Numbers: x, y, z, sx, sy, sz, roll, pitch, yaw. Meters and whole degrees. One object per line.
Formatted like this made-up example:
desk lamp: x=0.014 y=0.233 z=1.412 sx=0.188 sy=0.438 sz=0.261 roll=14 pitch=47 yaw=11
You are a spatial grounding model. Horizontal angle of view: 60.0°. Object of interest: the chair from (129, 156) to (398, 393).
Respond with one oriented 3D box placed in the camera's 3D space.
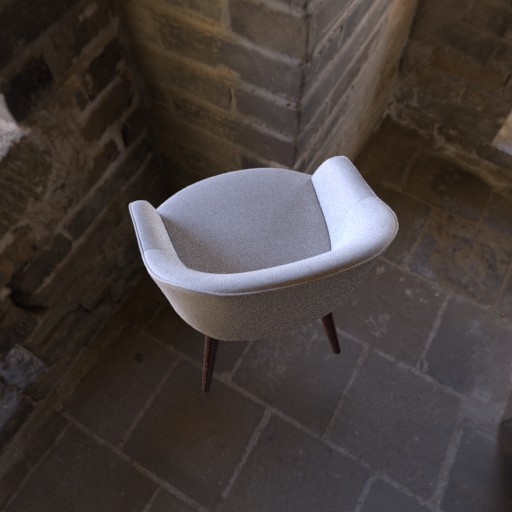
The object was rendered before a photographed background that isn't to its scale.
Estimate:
chair: x=0.000 y=0.000 z=1.254 sx=0.596 sy=0.823 sz=0.635 roll=-14 pitch=60 yaw=-8
